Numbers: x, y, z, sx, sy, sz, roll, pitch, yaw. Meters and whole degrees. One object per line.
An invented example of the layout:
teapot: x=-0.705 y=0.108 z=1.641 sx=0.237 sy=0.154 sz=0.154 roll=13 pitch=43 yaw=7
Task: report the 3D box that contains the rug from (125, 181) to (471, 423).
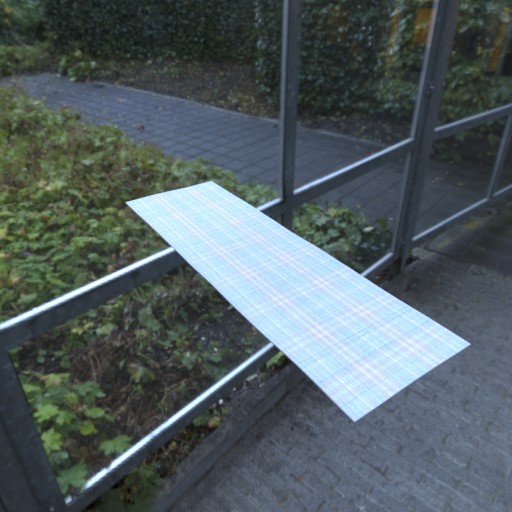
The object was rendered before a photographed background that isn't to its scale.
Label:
rug: x=0.000 y=0.000 z=2.742 sx=0.762 sy=0.013 sz=2.439 roll=-20 pitch=37 yaw=-29
